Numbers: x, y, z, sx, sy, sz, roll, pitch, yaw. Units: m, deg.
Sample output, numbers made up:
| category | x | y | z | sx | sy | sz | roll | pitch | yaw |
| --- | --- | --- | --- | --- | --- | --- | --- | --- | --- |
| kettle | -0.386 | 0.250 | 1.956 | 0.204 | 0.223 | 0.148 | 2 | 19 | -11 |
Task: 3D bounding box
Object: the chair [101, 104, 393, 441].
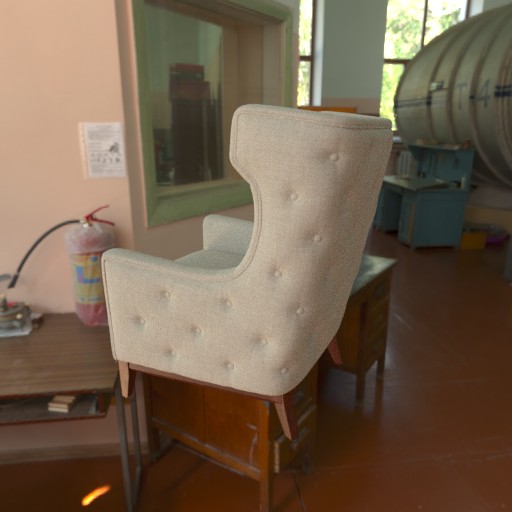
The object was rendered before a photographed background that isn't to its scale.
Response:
| category | x | y | z | sx | sy | sz | roll | pitch | yaw |
| --- | --- | --- | --- | --- | --- | --- | --- | --- | --- |
| chair | 0.000 | 0.000 | 1.712 | 0.899 | 1.079 | 0.778 | 8 | 18 | 25 |
